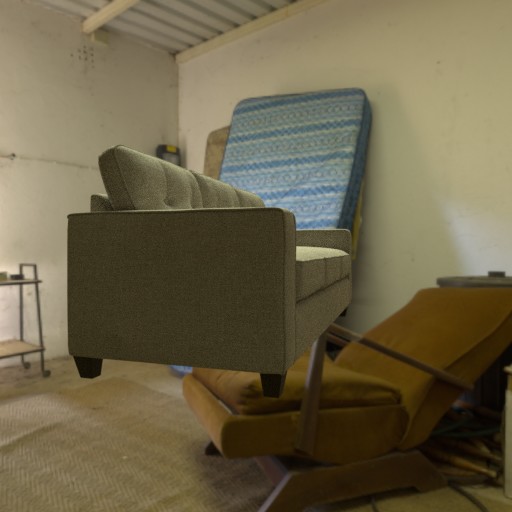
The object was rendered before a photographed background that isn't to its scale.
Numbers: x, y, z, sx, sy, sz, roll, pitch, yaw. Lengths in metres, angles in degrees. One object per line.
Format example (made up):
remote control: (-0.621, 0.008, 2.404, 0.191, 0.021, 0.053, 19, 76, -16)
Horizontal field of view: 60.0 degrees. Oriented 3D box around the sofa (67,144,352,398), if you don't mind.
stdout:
sofa: (0.000, 0.000, 2.633, 0.939, 0.965, 2.133, 0, 1, 18)
